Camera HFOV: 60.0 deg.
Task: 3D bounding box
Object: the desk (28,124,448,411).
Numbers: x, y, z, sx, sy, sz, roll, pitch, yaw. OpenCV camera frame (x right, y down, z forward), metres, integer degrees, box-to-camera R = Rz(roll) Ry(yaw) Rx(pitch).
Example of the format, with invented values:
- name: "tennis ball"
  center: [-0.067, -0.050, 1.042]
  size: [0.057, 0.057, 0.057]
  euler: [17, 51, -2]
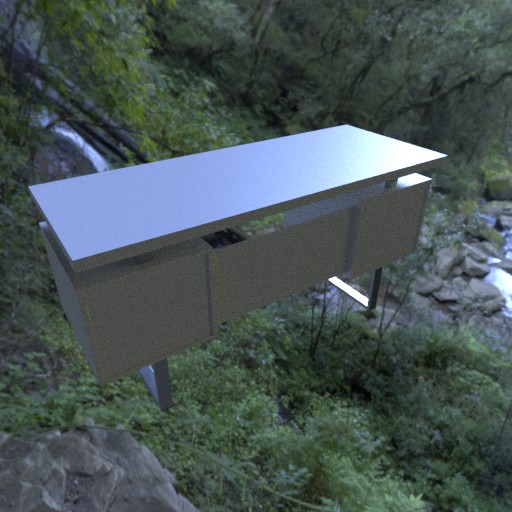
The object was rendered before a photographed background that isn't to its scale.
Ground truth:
- name: "desk"
  center: [0.000, 0.000, 1.903]
  size: [1.530, 0.773, 0.603]
  euler: [-19, 36, -28]
